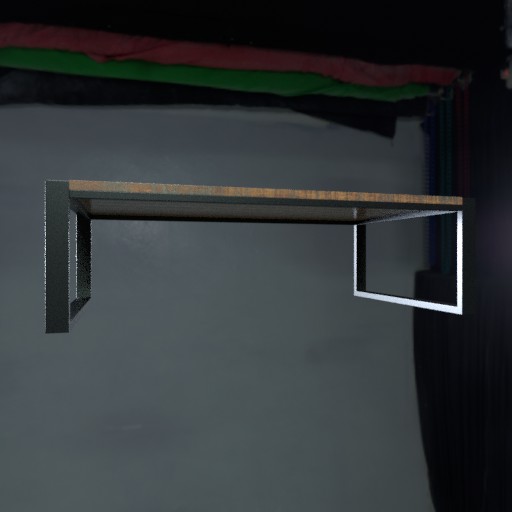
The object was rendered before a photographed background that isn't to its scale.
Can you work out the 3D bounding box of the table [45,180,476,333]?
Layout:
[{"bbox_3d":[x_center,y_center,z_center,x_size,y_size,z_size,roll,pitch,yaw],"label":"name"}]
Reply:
[{"bbox_3d":[0.000,0.000,1.692,1.350,0.400,0.750,0,0,-16],"label":"table"}]
